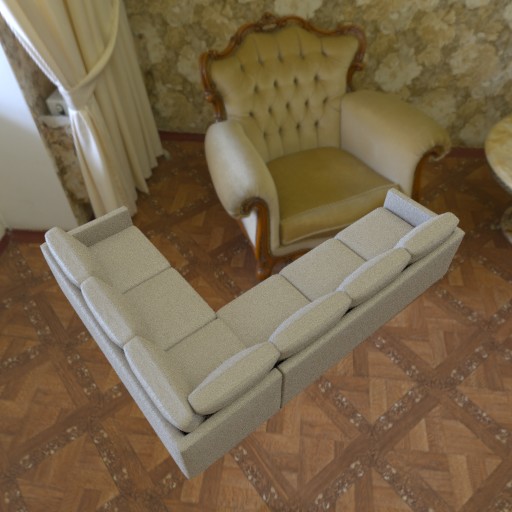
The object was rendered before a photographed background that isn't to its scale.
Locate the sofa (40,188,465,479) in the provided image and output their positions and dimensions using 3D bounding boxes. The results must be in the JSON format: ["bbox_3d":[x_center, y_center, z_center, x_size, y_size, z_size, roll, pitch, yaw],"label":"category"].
[{"bbox_3d":[0.000,0.000,4.441,3.333,0.934,2.522,-31,55,-25],"label":"sofa"}]
